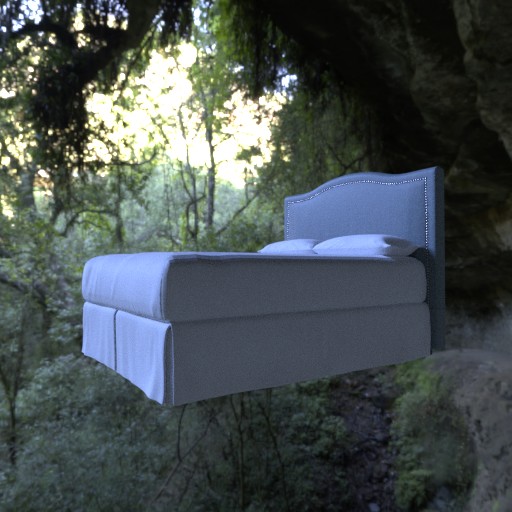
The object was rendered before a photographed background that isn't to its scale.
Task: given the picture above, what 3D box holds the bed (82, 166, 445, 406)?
[{"bbox_3d":[0.000,0.000,3.310,2.143,1.460,1.753,1,-1,-35],"label":"bed"}]
